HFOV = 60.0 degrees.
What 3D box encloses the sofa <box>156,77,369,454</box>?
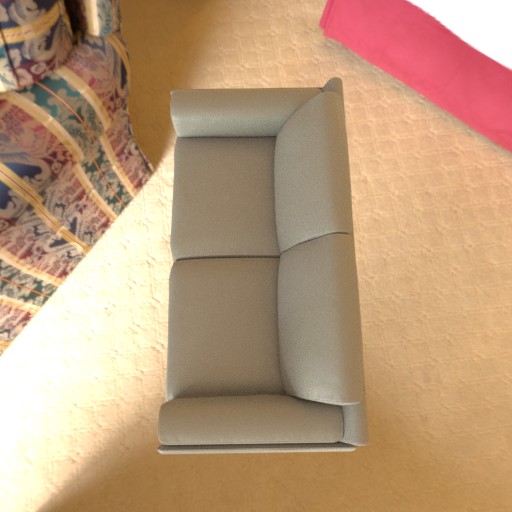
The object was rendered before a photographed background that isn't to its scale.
[{"bbox_3d":[0.000,0.000,2.593,1.049,0.930,2.101,-1,75,0],"label":"sofa"}]
